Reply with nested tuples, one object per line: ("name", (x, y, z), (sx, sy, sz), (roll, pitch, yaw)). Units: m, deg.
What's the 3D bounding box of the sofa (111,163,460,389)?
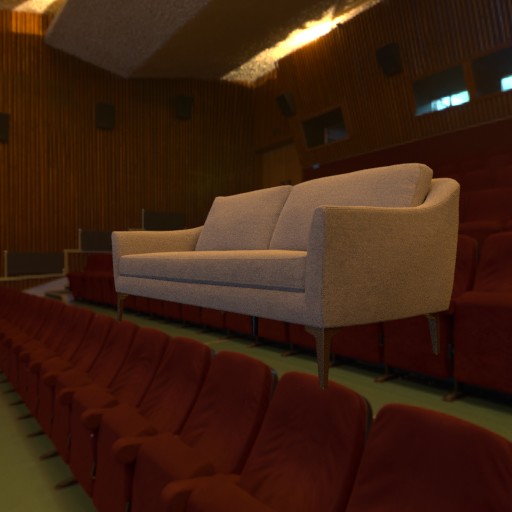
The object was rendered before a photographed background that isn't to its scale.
("sofa", (0.000, 0.000, 2.544), (0.980, 0.913, 2.036), (0, 0, -37))
